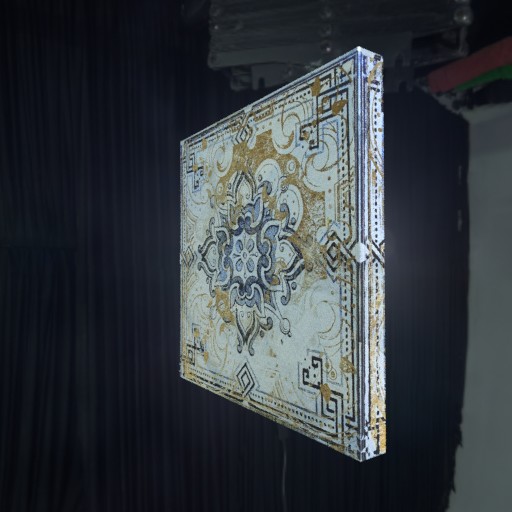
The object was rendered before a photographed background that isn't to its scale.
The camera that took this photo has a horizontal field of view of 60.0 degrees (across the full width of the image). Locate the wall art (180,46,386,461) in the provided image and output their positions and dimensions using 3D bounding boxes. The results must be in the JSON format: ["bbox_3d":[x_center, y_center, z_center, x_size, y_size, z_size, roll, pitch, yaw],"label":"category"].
[{"bbox_3d":[0.000,0.000,0.615,0.038,0.410,0.411,1,-2,-35],"label":"wall art"}]
